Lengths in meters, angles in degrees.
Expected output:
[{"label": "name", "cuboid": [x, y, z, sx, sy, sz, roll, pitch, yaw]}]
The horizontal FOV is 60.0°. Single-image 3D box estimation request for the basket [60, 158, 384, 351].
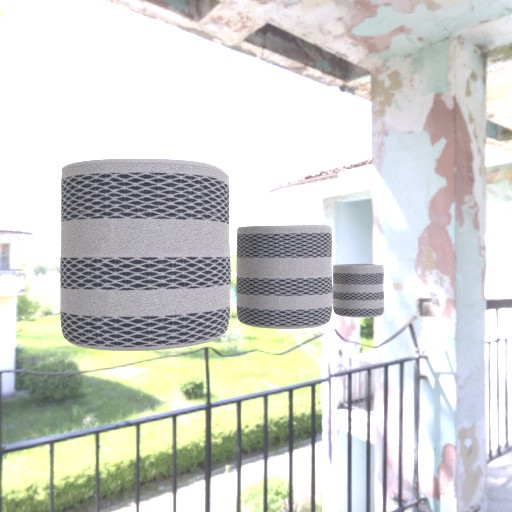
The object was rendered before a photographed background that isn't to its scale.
[{"label": "basket", "cuboid": [0.000, 0.000, 1.119, 0.917, 0.356, 0.351, 0, 0, -36]}]
